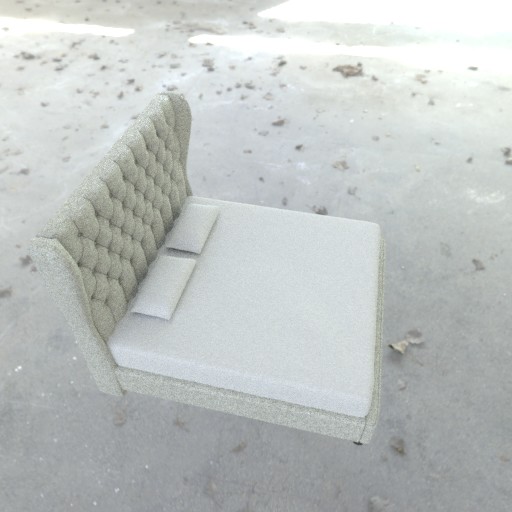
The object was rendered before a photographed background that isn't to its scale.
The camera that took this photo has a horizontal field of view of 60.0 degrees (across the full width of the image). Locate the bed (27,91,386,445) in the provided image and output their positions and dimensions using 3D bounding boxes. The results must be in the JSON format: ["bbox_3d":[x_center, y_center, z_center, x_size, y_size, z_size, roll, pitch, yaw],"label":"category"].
[{"bbox_3d":[0.000,0.000,3.796,2.347,1.771,2.219,9,46,9],"label":"bed"}]
